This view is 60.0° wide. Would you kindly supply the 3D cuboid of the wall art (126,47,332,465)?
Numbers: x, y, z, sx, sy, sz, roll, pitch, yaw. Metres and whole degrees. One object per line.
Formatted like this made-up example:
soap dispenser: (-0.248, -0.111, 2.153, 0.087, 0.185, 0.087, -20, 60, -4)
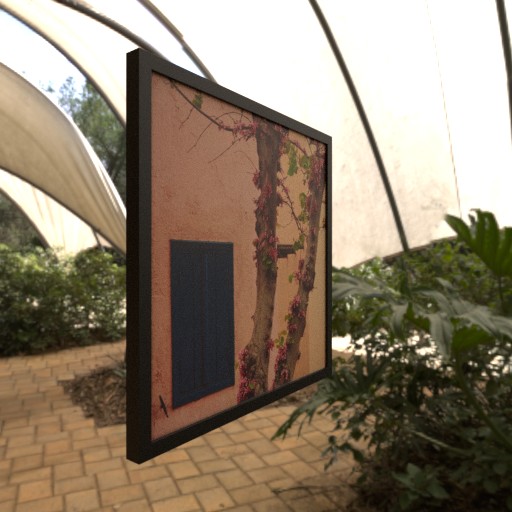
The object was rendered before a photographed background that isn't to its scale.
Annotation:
wall art: (0.000, 0.000, 1.124, 0.038, 0.762, 0.762, 0, 0, 37)
